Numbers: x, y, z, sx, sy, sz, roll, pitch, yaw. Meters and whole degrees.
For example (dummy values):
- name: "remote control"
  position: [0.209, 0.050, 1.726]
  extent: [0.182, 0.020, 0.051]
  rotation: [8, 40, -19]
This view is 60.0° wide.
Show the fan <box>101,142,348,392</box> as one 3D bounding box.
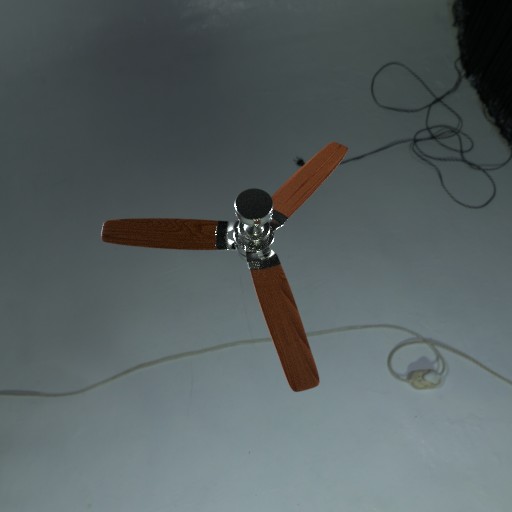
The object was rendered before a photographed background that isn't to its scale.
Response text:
- name: "fan"
  position: [0.000, 0.000, 2.090]
  extent: [1.416, 0.410, 1.271]
  rotation: [-15, 63, -8]
